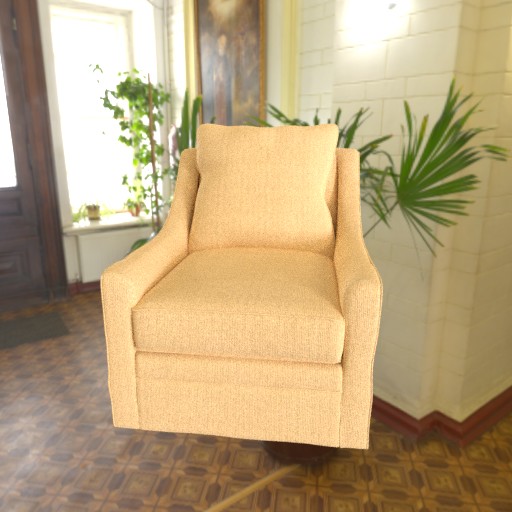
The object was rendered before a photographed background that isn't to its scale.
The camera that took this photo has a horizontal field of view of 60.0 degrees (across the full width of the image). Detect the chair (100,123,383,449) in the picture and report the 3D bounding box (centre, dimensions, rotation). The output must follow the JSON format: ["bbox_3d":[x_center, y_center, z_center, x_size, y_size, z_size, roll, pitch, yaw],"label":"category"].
[{"bbox_3d":[0.000,0.000,1.578,0.760,0.927,0.876,2,15,7],"label":"chair"}]
